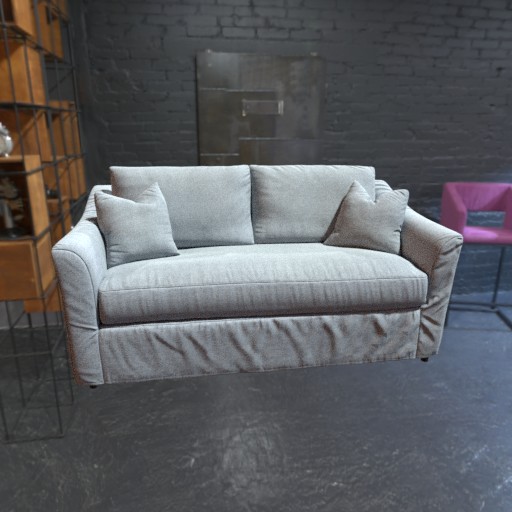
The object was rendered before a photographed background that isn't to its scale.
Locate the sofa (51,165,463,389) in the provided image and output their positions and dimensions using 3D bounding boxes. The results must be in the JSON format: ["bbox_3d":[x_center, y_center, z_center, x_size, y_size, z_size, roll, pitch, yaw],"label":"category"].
[{"bbox_3d":[0.000,0.000,2.637,2.010,1.018,1.072,-2,17,-8],"label":"sofa"}]
